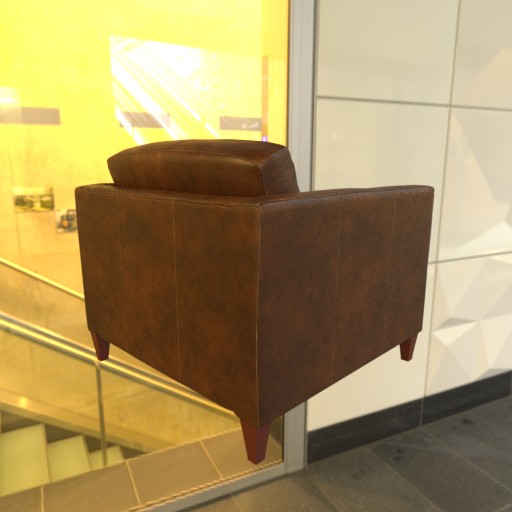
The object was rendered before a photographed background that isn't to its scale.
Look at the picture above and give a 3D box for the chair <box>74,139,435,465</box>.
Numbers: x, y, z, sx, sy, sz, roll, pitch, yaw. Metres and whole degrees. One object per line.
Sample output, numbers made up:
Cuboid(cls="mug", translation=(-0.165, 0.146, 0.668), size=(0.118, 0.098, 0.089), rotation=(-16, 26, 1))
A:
Cuboid(cls="chair", translation=(0.000, 0.000, 1.729), size=(0.990, 0.864, 0.975), rotation=(12, 17, 43))
